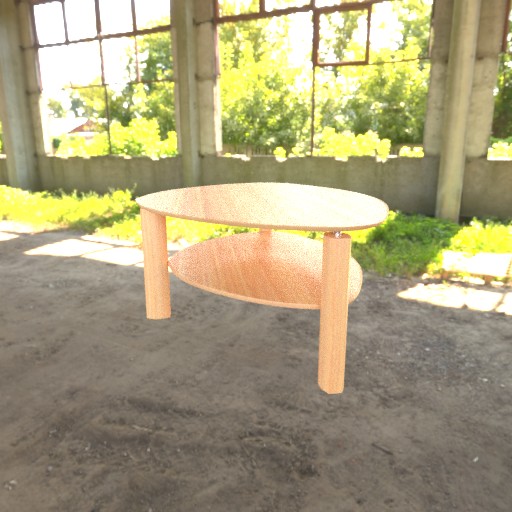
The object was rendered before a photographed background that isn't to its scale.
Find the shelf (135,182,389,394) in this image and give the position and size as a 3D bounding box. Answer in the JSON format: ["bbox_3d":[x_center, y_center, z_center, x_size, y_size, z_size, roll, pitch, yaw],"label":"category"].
[{"bbox_3d":[0.000,0.000,1.652,0.845,0.440,1.246,-2,14,-8],"label":"shelf"}]
